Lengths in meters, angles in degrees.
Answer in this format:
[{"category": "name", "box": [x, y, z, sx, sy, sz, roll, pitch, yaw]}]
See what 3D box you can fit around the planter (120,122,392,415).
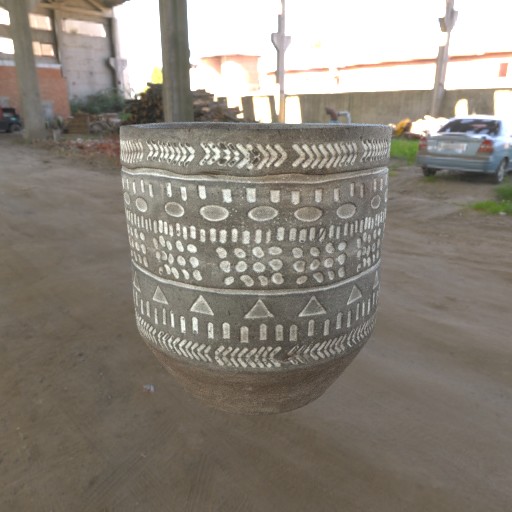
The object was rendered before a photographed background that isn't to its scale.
[{"category": "planter", "box": [0.000, 0.000, 0.223, 0.122, 0.128, 0.122, 0, 18, 0]}]
